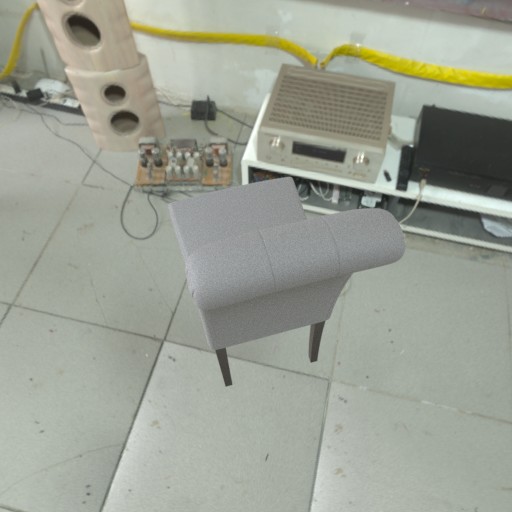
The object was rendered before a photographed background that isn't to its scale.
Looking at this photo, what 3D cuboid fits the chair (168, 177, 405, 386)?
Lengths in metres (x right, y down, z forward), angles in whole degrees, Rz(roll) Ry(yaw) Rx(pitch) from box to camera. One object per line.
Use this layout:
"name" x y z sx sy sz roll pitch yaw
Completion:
"chair" 0.000 0.000 1.350 0.456 1.006 0.671 -14 60 -8
